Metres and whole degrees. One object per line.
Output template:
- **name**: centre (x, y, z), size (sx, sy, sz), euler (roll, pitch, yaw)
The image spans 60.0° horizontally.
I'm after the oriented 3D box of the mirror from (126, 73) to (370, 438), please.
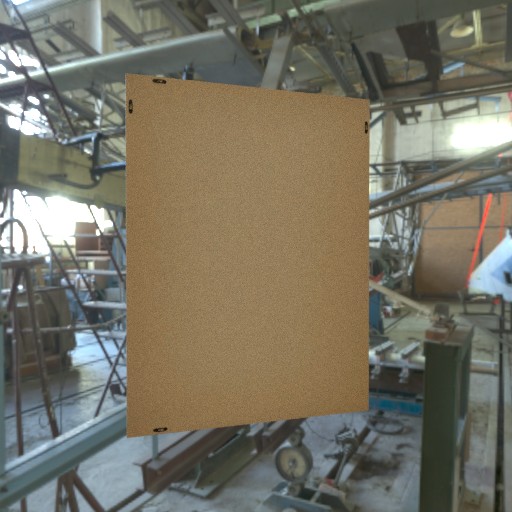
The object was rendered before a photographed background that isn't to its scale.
- **mirror**: centre (0.000, 0.000, 1.356), size (0.762, 1.016, 0.040), euler (0, 1, -16)
